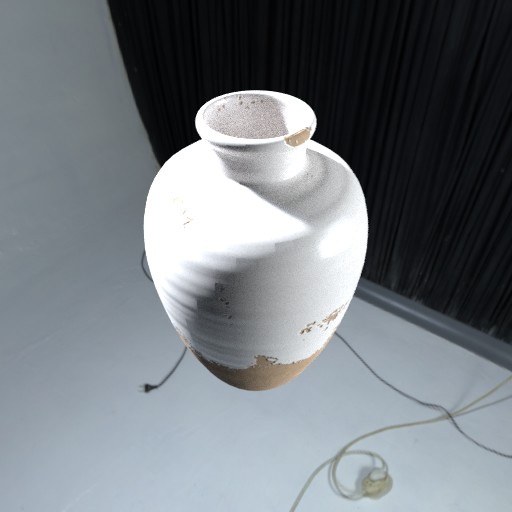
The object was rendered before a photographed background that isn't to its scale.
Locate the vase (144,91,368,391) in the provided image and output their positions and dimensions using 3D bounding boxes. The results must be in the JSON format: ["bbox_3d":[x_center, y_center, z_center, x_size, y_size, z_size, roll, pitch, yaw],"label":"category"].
[{"bbox_3d":[0.000,0.000,0.338,0.158,0.228,0.158,0,43,0],"label":"vase"}]
